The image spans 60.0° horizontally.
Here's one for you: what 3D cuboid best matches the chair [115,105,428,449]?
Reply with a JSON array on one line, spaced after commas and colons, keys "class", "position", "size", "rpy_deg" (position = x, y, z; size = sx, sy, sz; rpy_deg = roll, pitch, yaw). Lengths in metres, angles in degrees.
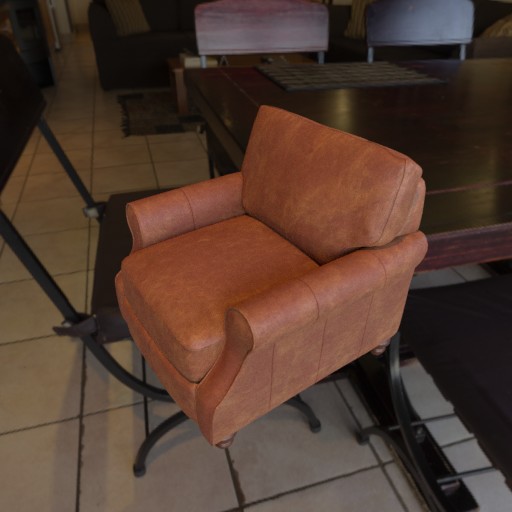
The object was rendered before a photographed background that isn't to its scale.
[{"class": "chair", "position": [0.000, 0.000, 1.776], "size": [0.986, 0.962, 0.983], "rpy_deg": [-21, 39, -29]}]
